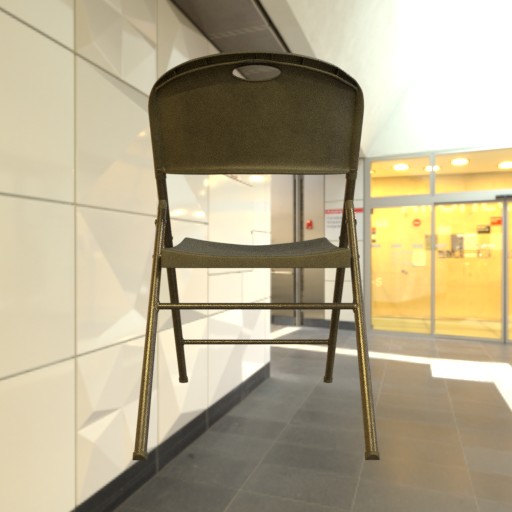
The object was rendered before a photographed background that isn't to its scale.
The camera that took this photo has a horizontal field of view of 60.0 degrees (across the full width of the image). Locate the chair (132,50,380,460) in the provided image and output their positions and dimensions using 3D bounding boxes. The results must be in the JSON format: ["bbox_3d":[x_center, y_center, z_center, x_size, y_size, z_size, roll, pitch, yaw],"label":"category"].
[{"bbox_3d":[0.000,0.000,1.141,0.494,0.810,0.566,0,0,0],"label":"chair"}]
